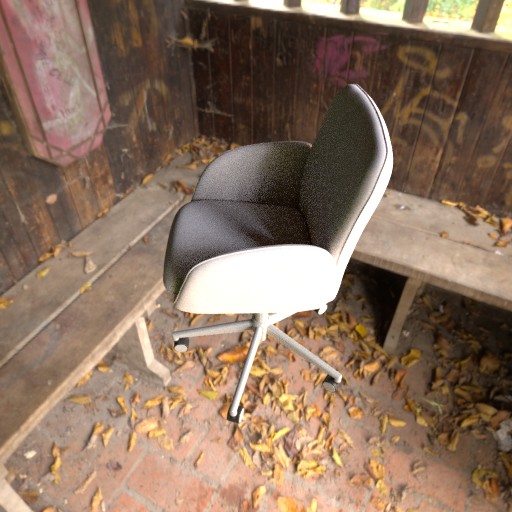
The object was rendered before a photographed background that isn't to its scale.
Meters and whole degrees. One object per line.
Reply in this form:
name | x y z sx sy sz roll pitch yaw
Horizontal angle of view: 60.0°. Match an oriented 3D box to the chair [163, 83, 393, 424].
chair | 0.000 0.000 1.408 0.633 0.959 0.648 -1 42 -1
